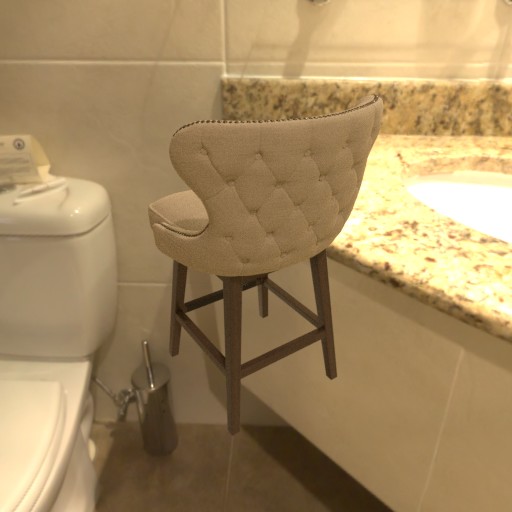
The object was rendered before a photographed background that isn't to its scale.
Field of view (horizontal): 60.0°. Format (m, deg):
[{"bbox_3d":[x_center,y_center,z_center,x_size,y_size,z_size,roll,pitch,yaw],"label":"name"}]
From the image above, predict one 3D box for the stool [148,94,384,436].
[{"bbox_3d":[0.000,0.000,1.394,0.615,0.972,0.597,-19,35,-29],"label":"stool"}]
